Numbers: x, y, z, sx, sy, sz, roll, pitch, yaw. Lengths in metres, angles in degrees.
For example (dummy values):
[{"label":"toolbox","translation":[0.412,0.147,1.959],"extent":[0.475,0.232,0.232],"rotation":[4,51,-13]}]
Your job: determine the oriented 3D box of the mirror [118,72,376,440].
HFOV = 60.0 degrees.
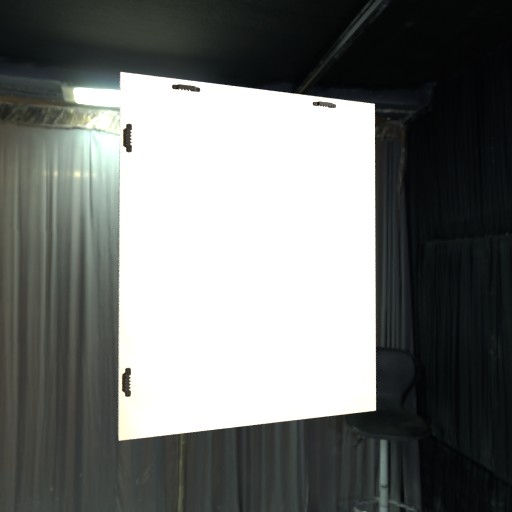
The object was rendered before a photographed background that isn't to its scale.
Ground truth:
[{"label":"mirror","translation":[0.000,0.000,0.688],"extent":[0.406,0.509,0.041],"rotation":[0,-1,-18]}]
